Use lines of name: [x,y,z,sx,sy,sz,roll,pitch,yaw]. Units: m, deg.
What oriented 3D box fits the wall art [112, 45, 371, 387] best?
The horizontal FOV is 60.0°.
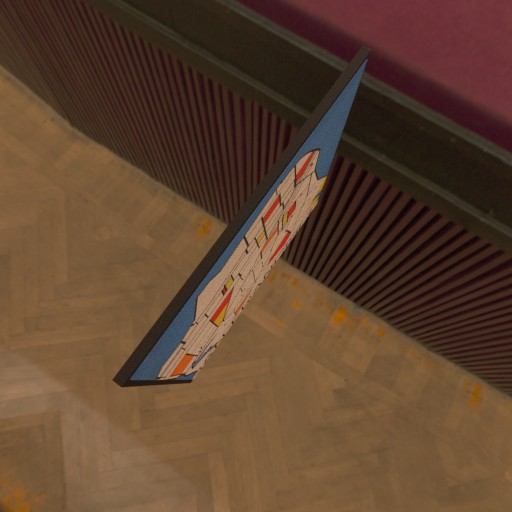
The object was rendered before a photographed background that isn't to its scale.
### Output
wall art: [0.000,0.000,0.687,0.013,0.457,0.458,34,77,9]
